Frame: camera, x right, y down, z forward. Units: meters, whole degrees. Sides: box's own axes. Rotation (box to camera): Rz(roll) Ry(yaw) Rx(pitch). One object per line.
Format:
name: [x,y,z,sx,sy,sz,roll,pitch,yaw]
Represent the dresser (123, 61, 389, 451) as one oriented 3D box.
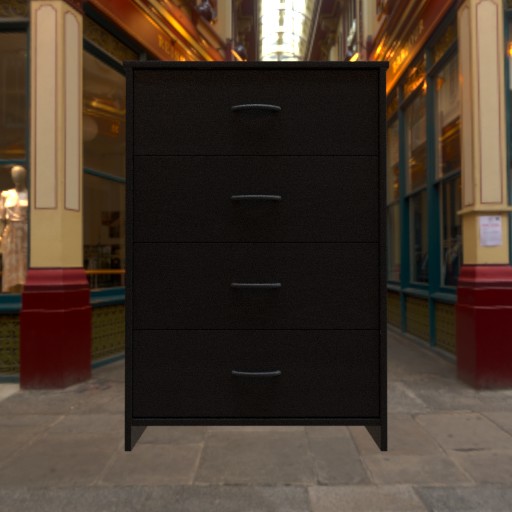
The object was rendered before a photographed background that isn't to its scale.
dresser: [0.000,0.000,1.341,0.700,1.020,0.398,0,-1,0]
